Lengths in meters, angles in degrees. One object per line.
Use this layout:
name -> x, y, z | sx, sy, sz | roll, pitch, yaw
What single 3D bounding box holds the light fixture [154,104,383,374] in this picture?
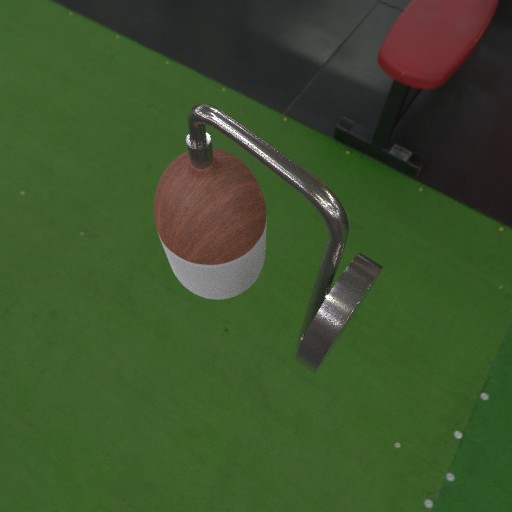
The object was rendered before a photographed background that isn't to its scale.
light fixture -> 0.000, 0.000, 0.436 | 0.216, 0.343, 0.108 | 33, 68, 16
